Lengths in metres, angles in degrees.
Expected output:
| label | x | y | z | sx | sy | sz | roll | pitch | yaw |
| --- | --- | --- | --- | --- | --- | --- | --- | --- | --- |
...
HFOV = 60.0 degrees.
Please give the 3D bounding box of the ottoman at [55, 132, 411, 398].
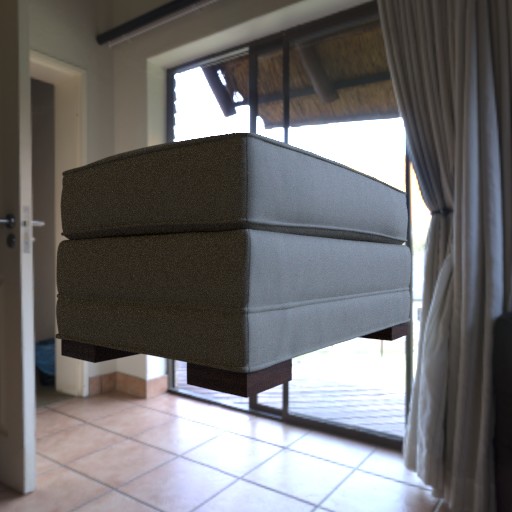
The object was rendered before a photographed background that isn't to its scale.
| label | x | y | z | sx | sy | sz | roll | pitch | yaw |
| --- | --- | --- | --- | --- | --- | --- | --- | --- | --- |
| ottoman | 0.000 | 0.000 | 1.214 | 0.611 | 0.482 | 0.848 | -1 | -1 | 37 |
